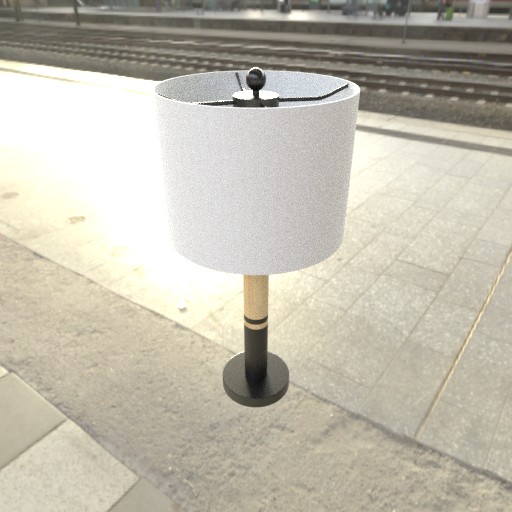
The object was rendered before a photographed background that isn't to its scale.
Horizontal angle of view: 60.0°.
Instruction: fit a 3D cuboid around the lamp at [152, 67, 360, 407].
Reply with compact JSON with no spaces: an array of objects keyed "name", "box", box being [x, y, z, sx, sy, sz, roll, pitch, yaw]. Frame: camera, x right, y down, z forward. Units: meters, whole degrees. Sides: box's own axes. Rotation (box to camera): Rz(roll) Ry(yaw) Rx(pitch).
[{"name":"lamp","box":[0.000,0.000,0.812,0.305,0.640,0.305,19,36,29]}]
